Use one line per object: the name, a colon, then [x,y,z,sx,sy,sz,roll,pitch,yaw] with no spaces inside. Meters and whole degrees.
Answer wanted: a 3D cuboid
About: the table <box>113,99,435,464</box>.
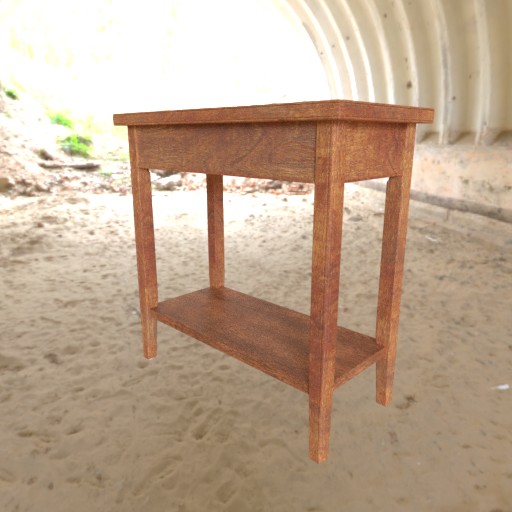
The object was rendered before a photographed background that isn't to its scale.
table: [0.000,0.000,0.982,0.610,0.610,0.305,14,21,42]
